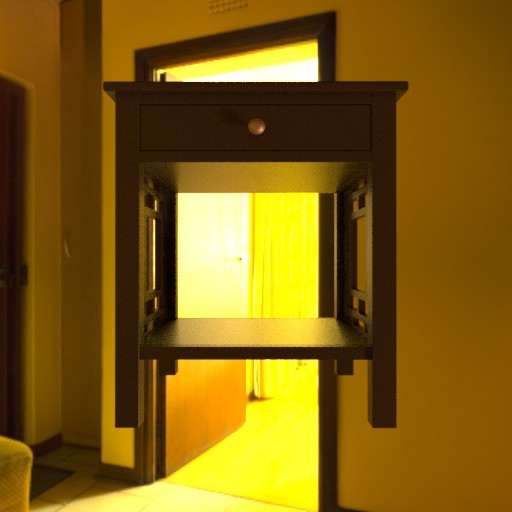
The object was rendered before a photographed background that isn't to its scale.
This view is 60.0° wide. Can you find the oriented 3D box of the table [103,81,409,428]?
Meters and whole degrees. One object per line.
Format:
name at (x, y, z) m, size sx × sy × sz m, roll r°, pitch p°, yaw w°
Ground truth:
table at (0.000, 0.000, 1.031) m, size 0.564 × 0.646 × 0.451 m, roll 0°, pitch 0°, yaw 0°
